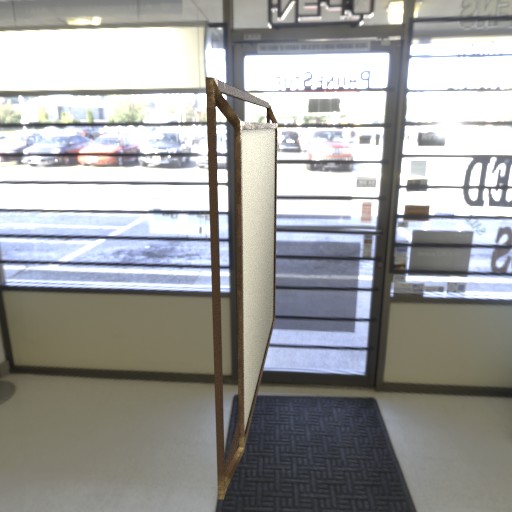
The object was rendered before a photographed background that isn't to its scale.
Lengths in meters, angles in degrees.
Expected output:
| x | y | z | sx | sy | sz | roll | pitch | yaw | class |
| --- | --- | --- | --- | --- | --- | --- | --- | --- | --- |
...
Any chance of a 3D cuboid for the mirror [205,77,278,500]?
| x | y | z | sx | sy | sz | roll | pitch | yaw | class |
| --- | --- | --- | --- | --- | --- | --- | --- | --- | --- |
| 0.000 | 0.000 | 0.889 | 0.032 | 0.610 | 0.610 | 2 | 16 | 8 | mirror |
